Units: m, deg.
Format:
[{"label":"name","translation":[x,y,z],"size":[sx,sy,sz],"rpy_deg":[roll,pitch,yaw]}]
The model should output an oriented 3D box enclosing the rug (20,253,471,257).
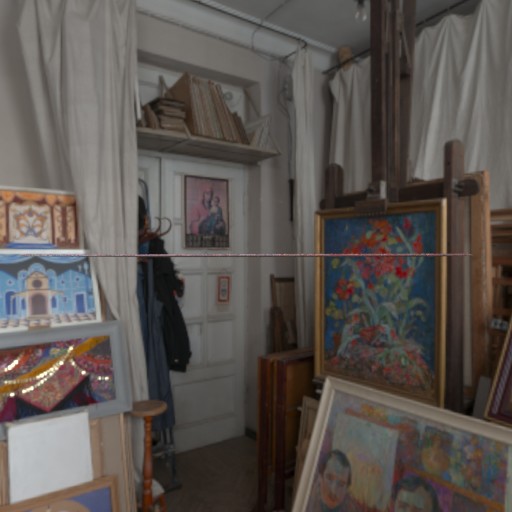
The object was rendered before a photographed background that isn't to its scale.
[{"label":"rug","translation":[0.000,0.000,2.279],"size":[1.829,0.006,1.219],"rpy_deg":[0,0,17]}]
